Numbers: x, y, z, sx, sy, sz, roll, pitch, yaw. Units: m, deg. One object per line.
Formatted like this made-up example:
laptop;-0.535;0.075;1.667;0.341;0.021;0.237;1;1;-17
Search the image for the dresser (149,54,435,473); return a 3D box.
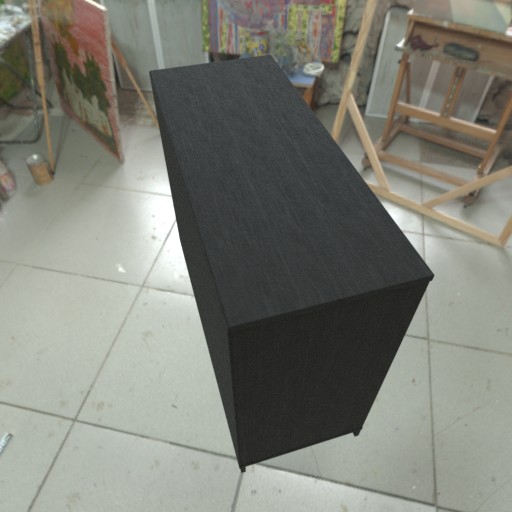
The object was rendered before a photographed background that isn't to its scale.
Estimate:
dresser;0.000;0.000;1.417;0.404;0.816;0.994;-13;49;-11
